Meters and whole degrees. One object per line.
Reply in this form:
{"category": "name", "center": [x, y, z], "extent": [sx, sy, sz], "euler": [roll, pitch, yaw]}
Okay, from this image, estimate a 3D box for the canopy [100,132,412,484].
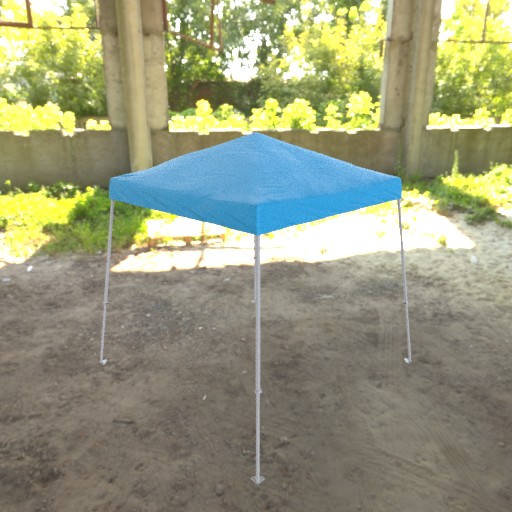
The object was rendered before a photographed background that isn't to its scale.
{"category": "canopy", "center": [0.000, 0.000, 6.692], "extent": [3.600, 3.600, 3.599], "euler": [16, 24, 42]}
